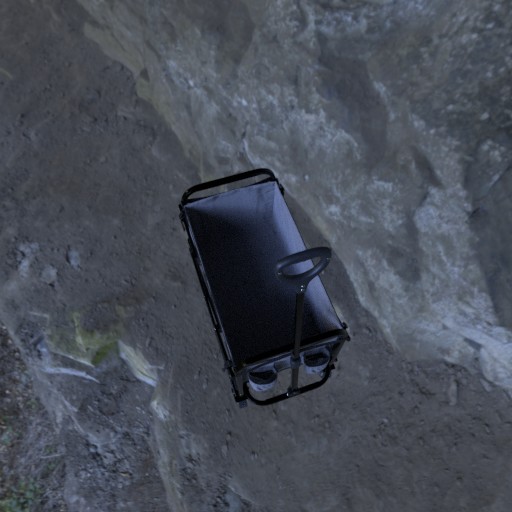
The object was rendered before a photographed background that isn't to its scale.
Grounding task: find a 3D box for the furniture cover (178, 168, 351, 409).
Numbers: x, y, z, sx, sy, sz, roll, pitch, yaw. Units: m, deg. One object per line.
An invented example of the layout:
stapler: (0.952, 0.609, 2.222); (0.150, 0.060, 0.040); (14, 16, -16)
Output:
furniture cover: (0.000, 0.000, 1.834); (0.532, 1.295, 1.038); (-16, 62, -9)
